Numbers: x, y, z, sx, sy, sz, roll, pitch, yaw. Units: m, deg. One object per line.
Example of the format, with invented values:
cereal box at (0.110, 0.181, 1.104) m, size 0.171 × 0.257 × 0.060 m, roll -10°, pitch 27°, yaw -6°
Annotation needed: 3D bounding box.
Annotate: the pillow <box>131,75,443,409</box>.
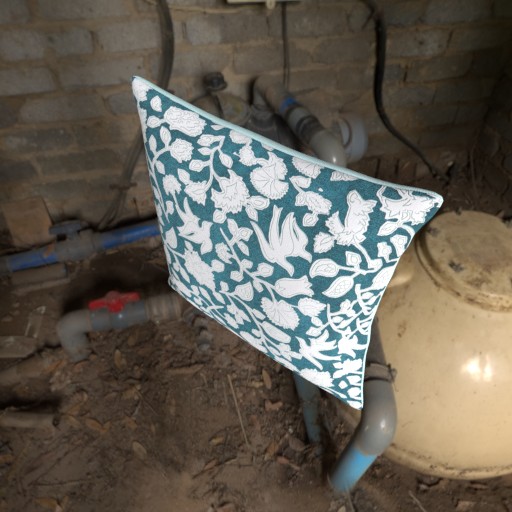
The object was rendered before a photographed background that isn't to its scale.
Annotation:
pillow at (0.000, 0.000, 0.787) m, size 0.525 × 0.508 × 0.166 m, roll 29°, pitch 52°, yaw 25°
